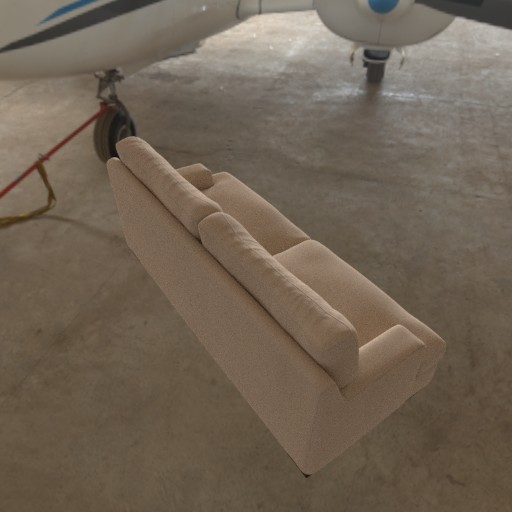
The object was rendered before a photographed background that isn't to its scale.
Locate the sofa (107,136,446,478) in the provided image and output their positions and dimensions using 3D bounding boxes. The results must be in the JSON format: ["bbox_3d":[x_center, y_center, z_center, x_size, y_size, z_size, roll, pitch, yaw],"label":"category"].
[{"bbox_3d":[0.000,0.000,2.650,0.929,0.925,2.147,-25,46,-26],"label":"sofa"}]
